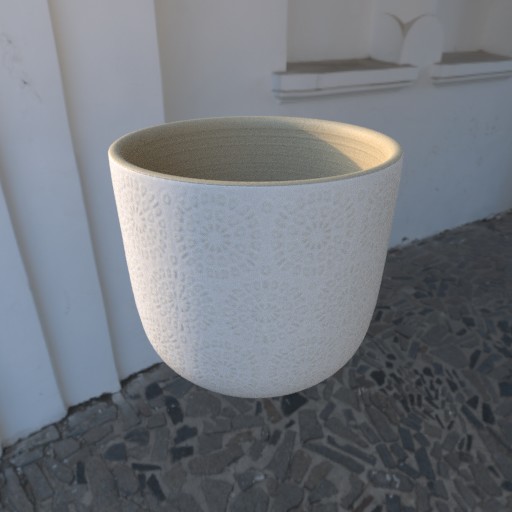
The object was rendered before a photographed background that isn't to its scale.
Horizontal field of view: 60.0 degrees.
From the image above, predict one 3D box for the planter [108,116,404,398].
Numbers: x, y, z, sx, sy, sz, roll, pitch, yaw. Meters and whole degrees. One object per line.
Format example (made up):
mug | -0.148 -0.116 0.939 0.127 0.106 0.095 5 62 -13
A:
planter | 0.000 0.000 0.367 0.208 0.190 0.208 0 27 0
